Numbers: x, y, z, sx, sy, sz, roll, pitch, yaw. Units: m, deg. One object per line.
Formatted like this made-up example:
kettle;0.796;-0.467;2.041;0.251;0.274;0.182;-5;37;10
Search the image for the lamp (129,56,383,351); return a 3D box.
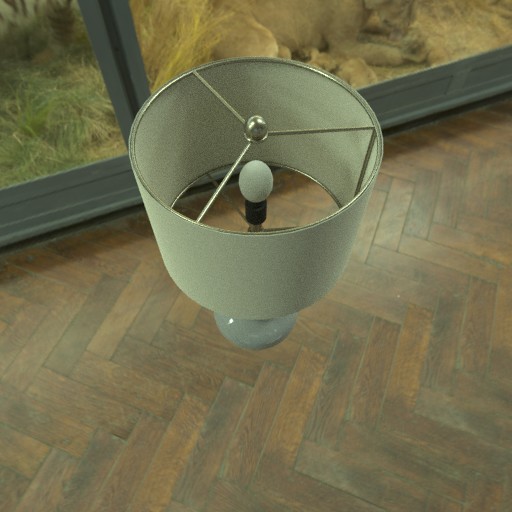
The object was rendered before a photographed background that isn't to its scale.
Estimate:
lamp;0.000;0.000;0.931;0.367;0.730;0.367;32;63;19
